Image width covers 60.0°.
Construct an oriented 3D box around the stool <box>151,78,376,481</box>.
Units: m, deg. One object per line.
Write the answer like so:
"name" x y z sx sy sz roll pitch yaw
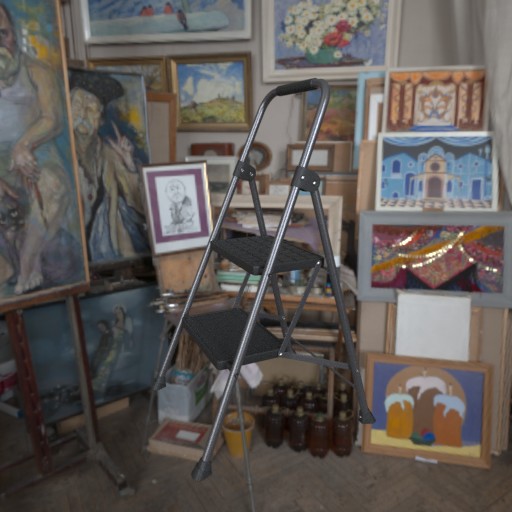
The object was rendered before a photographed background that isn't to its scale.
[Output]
"stool" 0.000 0.000 1.170 0.514 0.872 0.450 -7 16 -25
